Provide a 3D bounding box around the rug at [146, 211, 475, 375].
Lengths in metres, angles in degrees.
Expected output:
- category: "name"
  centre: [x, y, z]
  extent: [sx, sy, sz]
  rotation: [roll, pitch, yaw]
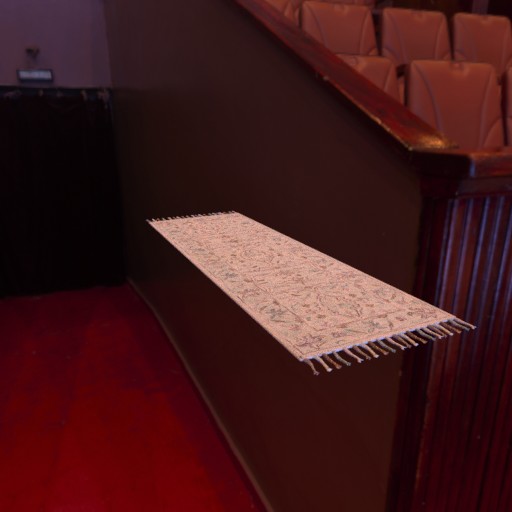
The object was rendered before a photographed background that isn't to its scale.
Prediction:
- category: "rug"
  centre: [0.000, 0.000, 2.647]
  extent: [0.769, 0.013, 2.440]
  rotation: [-9, 20, -25]
